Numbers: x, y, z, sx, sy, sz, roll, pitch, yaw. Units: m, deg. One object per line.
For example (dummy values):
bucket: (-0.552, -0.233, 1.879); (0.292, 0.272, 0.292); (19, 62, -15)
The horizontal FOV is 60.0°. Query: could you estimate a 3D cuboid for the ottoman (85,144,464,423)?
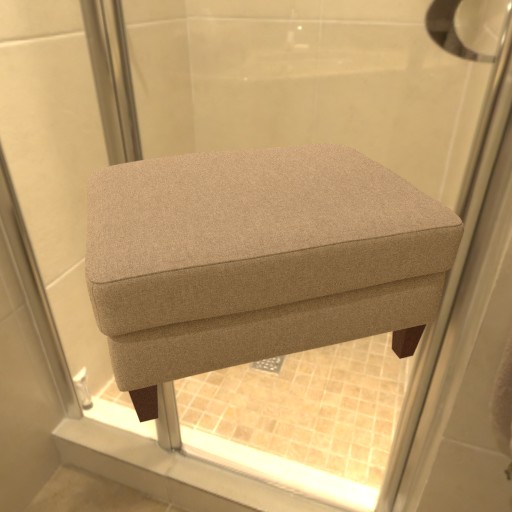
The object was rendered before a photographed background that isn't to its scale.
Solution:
ottoman: (0.000, 0.000, 1.330); (0.898, 0.519, 0.677); (-9, 33, -15)
